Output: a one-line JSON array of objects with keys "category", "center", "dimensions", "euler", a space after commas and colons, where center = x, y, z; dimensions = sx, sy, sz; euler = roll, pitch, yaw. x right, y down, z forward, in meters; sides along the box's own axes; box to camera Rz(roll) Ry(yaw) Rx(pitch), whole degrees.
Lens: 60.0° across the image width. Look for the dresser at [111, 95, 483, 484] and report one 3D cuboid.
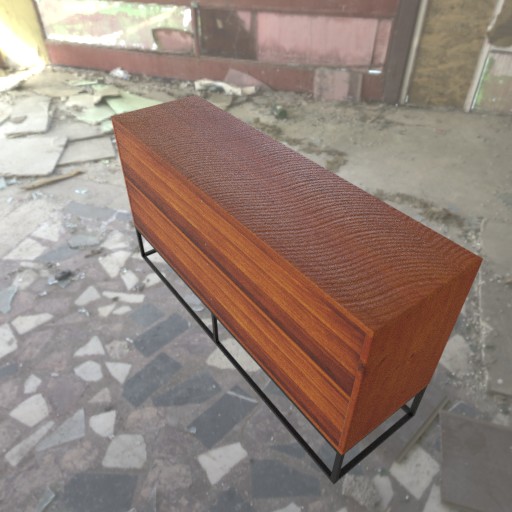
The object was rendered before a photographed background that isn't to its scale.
[{"category": "dresser", "center": [0.000, 0.000, 1.855], "dimensions": [0.464, 0.810, 1.536], "euler": [-26, 46, -27]}]
